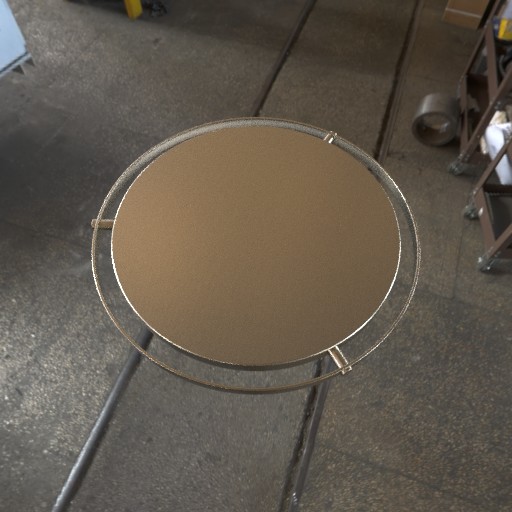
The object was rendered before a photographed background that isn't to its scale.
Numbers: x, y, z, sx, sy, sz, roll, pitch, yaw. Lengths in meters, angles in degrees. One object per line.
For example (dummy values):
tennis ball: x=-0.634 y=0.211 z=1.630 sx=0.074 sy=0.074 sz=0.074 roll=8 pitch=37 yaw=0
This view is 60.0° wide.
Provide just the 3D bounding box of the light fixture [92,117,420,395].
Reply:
light fixture: x=0.000 y=0.000 z=0.546 sx=0.361 sy=0.130 sz=0.361 roll=0 pitch=58 yaw=0
